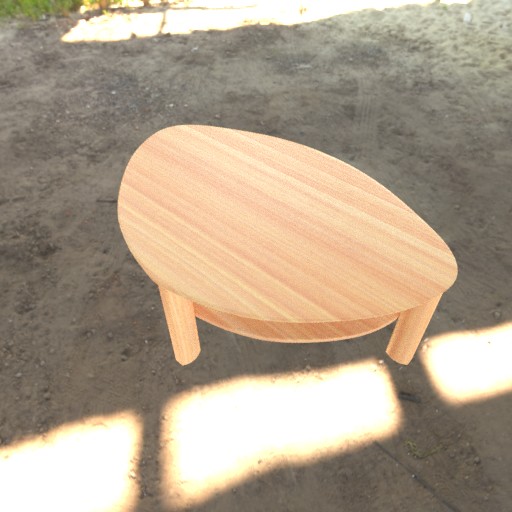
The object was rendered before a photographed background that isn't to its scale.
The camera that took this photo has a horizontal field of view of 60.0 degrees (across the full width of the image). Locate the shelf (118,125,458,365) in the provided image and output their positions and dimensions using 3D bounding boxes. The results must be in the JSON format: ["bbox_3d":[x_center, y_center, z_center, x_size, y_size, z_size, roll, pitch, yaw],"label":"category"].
[{"bbox_3d":[0.000,0.000,1.608,1.246,0.440,0.845,32,53,27],"label":"shelf"}]
